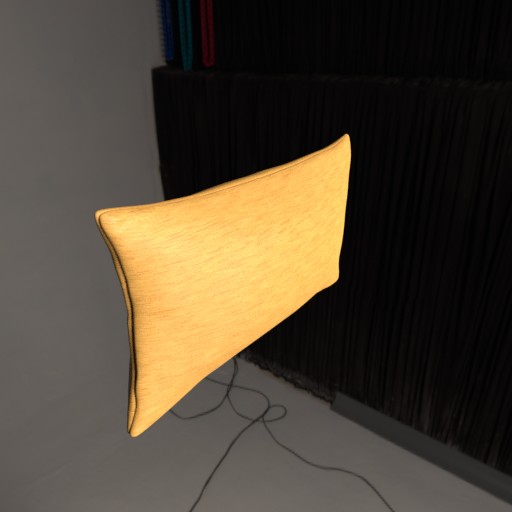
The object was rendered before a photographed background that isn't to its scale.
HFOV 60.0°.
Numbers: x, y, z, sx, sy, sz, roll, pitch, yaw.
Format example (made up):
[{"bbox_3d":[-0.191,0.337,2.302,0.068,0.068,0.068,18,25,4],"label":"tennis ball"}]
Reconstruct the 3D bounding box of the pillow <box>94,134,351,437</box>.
[{"bbox_3d":[0.000,0.000,0.811,0.210,0.354,0.634,18,31,34],"label":"pillow"}]
